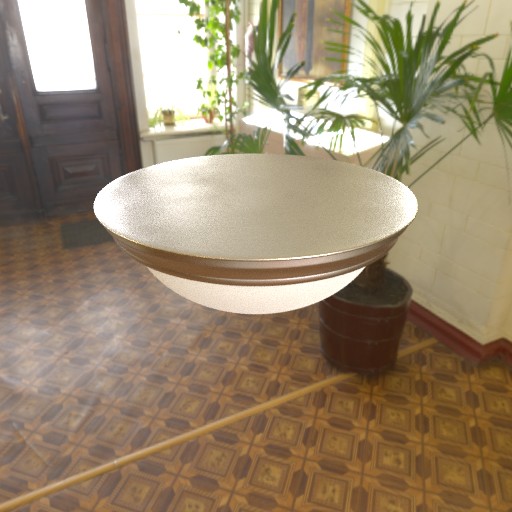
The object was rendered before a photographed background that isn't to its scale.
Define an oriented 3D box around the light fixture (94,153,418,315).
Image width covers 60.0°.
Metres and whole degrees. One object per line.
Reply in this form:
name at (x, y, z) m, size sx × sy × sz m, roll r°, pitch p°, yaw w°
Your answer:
light fixture at (0.000, 0.000, 0.431) m, size 0.280 × 0.135 × 0.280 m, roll 0°, pitch 26°, yaw 0°
